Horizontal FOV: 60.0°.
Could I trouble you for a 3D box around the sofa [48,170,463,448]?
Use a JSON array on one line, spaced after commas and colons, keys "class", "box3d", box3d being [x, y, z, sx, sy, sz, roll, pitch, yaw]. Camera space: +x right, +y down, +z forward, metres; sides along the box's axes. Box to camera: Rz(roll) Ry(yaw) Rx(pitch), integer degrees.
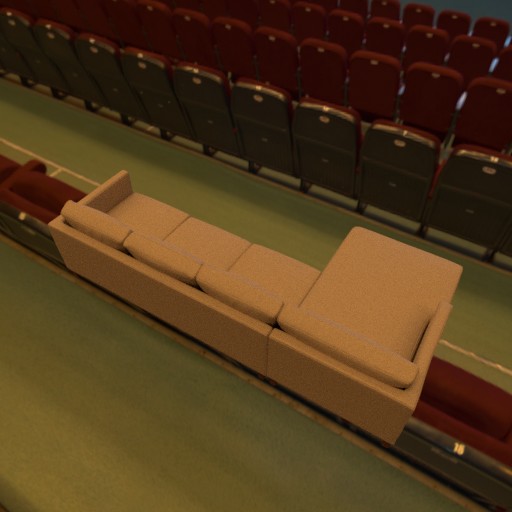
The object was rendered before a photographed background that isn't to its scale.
[{"class": "sofa", "box3d": [0.000, 0.000, 3.850, 3.186, 0.846, 1.625, 24, 51, 21]}]
